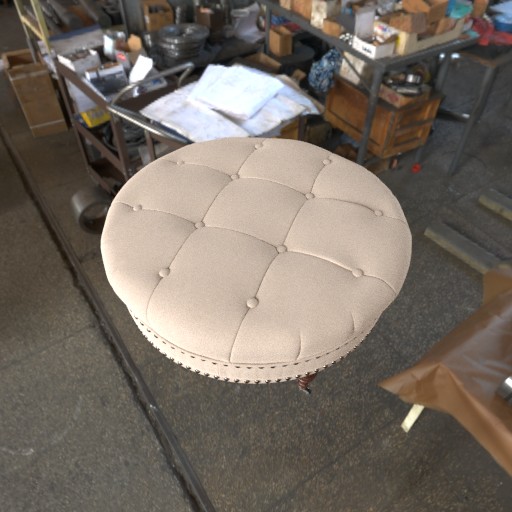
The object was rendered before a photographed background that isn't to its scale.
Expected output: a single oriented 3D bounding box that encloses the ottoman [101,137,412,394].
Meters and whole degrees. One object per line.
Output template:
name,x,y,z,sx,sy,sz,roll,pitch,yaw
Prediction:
ottoman,0.000,0.000,1.426,0.901,0.439,0.901,0,47,0
